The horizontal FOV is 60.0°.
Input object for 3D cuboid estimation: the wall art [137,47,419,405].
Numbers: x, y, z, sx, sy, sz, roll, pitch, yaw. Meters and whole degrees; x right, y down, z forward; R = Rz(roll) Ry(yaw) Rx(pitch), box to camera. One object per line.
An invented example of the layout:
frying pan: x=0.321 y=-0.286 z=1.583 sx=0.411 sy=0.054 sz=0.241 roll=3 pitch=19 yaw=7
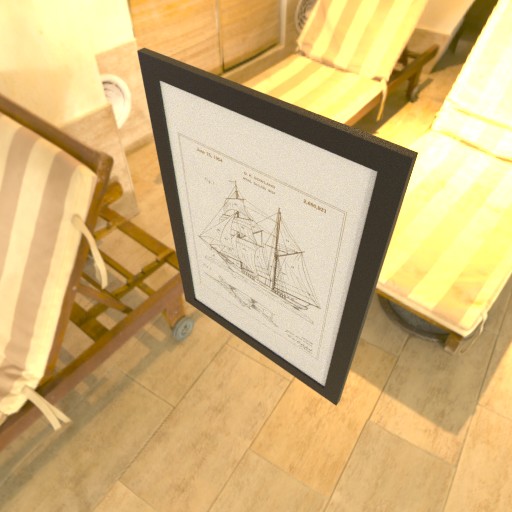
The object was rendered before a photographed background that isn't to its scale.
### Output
wall art: x=0.000 y=0.000 z=0.689 sx=0.381 sy=0.534 sz=0.013 roll=30 pitch=54 yaw=25
